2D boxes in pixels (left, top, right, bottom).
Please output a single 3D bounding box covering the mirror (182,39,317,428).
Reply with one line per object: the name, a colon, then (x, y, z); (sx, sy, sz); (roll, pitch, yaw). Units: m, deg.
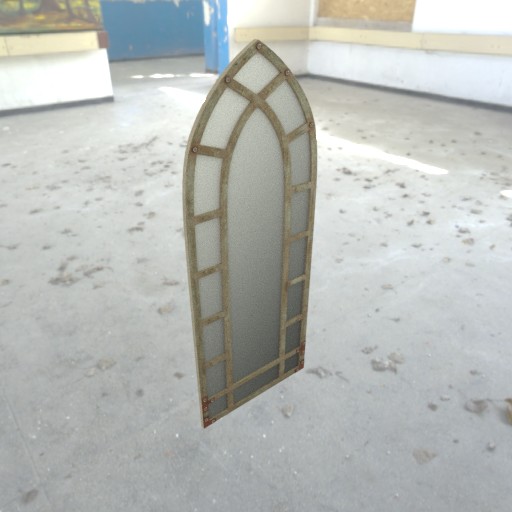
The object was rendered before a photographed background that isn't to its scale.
mirror: (0.000, 0.000, 1.334); (0.464, 1.175, 0.025); (-22, 36, -32)
